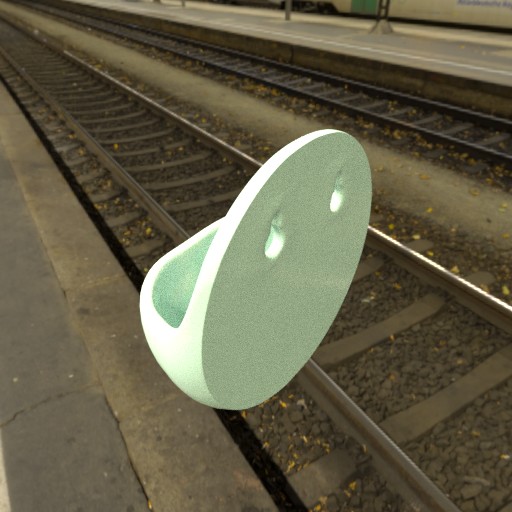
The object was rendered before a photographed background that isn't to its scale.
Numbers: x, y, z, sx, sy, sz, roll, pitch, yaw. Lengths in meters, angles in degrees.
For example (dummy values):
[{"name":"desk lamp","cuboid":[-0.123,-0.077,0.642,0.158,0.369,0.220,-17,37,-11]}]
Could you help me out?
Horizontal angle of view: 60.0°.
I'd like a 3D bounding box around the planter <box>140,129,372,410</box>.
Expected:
[{"name":"planter","cuboid":[0.000,0.000,0.278,0.073,0.164,0.189,22,39,30]}]
